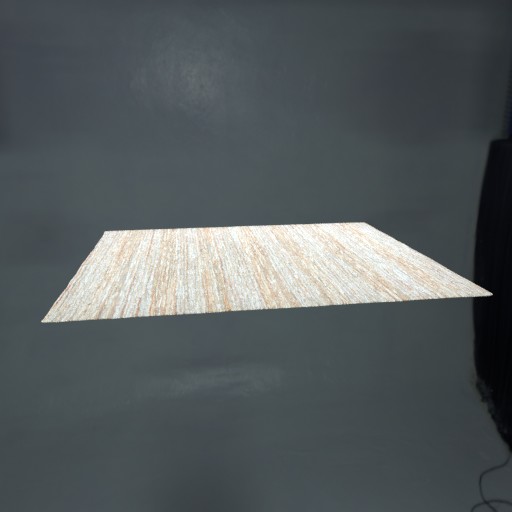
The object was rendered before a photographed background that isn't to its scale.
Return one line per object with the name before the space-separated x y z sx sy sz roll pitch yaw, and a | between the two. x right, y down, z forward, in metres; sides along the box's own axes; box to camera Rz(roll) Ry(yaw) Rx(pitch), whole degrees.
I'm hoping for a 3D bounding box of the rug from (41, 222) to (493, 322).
rug | 0.000 0.000 3.899 2.939 0.009 2.313 -3 17 -8
